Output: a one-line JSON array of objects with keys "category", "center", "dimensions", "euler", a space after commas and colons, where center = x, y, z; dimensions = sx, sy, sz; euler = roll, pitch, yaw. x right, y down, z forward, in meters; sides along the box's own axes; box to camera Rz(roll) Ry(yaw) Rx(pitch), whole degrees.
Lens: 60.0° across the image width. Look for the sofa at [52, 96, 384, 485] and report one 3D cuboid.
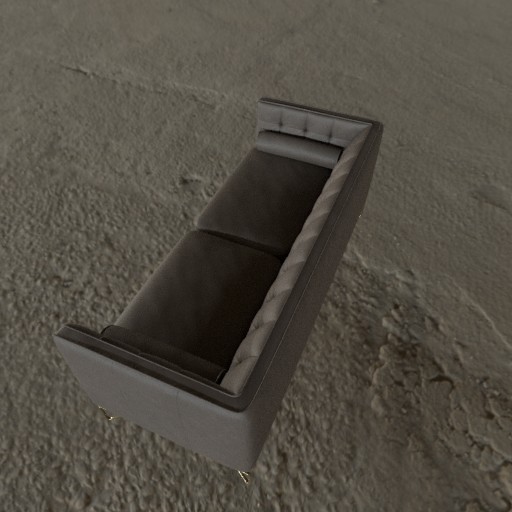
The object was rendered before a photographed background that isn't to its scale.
[{"category": "sofa", "center": [0.000, 0.000, 2.507], "dimensions": [0.867, 0.789, 2.087], "euler": [18, 50, 16]}]
